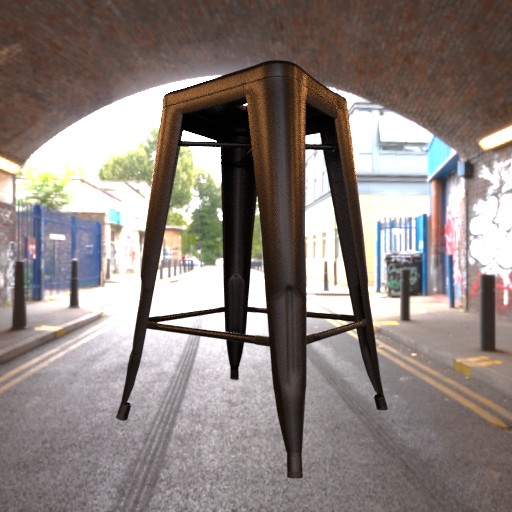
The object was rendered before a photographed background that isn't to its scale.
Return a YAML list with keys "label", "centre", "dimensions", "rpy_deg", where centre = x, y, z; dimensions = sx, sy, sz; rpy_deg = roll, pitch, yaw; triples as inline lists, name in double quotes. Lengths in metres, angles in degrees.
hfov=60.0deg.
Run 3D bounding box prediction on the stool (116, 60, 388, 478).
- label: "stool"
  centre: [0.000, 0.000, 0.854]
  dimensions: [0.399, 0.609, 0.359]
  rpy_deg: [0, 0, 36]
